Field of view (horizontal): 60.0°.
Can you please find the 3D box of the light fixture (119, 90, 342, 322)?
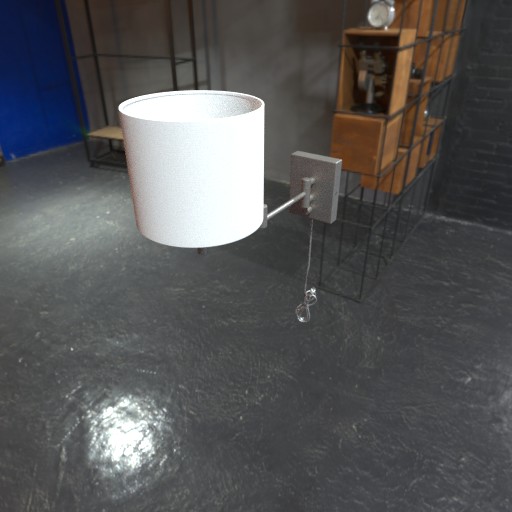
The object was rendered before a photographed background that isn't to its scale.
[{"bbox_3d":[0.000,0.000,0.904,0.203,0.651,0.516,19,36,30],"label":"light fixture"}]
